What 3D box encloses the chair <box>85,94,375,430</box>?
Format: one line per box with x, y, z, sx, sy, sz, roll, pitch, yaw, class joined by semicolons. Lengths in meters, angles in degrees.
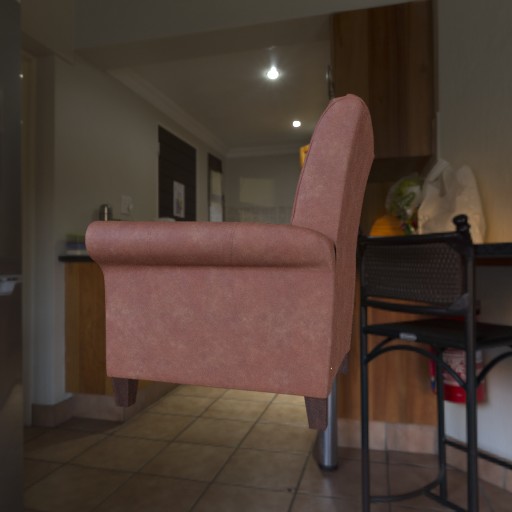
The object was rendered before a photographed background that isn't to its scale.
0.000;0.000;1.783;0.902;1.061;0.978;0;0;17;chair
